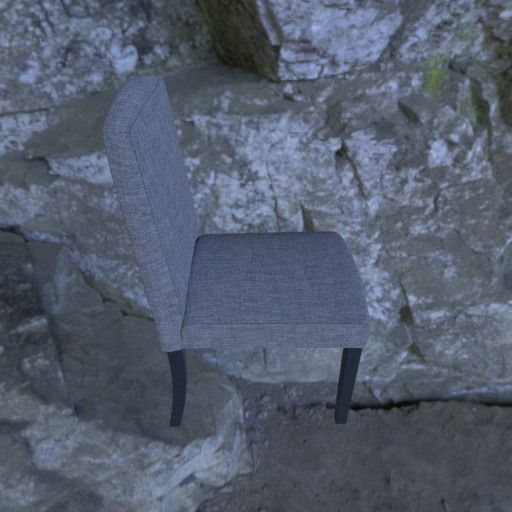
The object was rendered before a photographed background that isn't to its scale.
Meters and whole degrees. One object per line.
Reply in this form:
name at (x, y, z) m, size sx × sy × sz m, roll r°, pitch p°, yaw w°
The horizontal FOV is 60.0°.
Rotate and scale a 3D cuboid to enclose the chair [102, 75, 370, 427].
chair at (0.000, 0.000, 1.220) m, size 0.580 × 0.917 × 0.451 m, roll -1°, pitch 33°, yaw -1°
